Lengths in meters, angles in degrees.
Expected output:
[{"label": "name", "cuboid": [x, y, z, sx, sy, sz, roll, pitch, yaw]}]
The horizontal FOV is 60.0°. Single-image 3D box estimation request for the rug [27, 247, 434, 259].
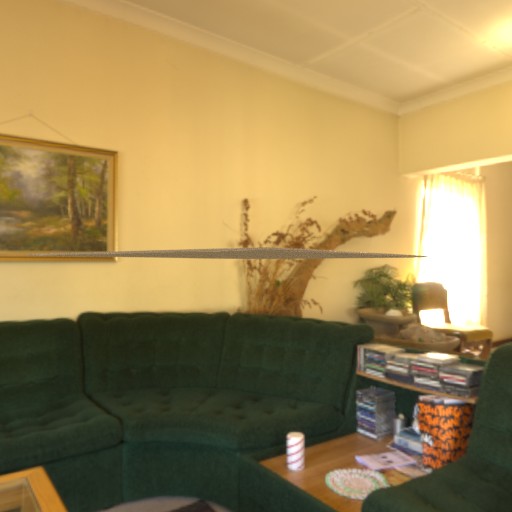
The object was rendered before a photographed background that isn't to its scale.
[{"label": "rug", "cuboid": [0.000, 0.000, 3.927, 2.288, 0.018, 2.895, -1, -1, 36]}]
